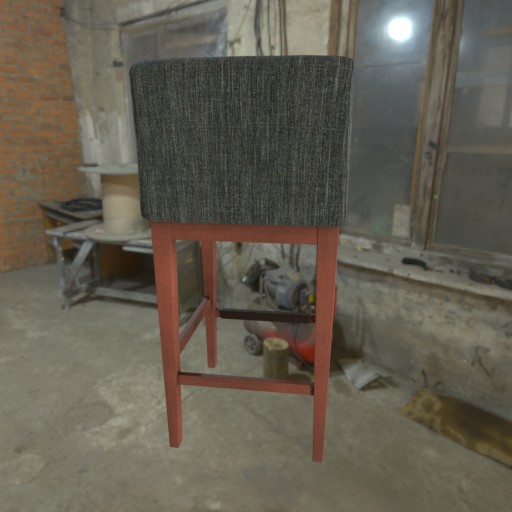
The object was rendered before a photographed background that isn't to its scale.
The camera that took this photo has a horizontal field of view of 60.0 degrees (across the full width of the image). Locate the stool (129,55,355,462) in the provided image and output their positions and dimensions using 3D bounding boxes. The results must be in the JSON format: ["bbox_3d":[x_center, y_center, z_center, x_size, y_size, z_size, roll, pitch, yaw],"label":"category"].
[{"bbox_3d":[0.000,0.000,1.069,0.395,0.835,0.459,2,16,8],"label":"stool"}]
